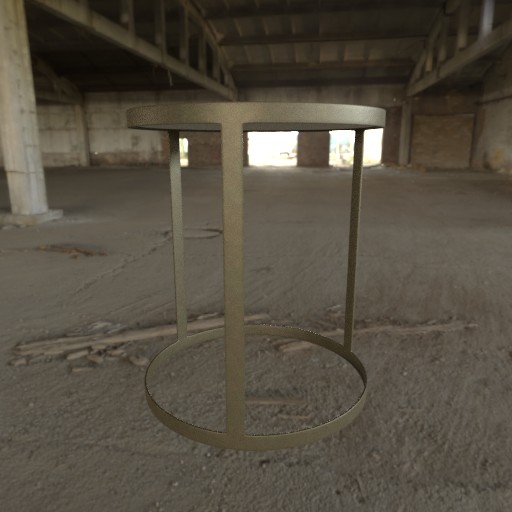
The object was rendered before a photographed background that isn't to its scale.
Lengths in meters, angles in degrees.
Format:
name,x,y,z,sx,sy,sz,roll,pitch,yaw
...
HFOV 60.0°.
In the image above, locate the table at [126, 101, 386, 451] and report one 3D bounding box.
name,x,y,z,sx,sy,sz,roll,pitch,yaw
table,0.000,0.000,0.919,0.480,0.565,0.480,0,14,0
